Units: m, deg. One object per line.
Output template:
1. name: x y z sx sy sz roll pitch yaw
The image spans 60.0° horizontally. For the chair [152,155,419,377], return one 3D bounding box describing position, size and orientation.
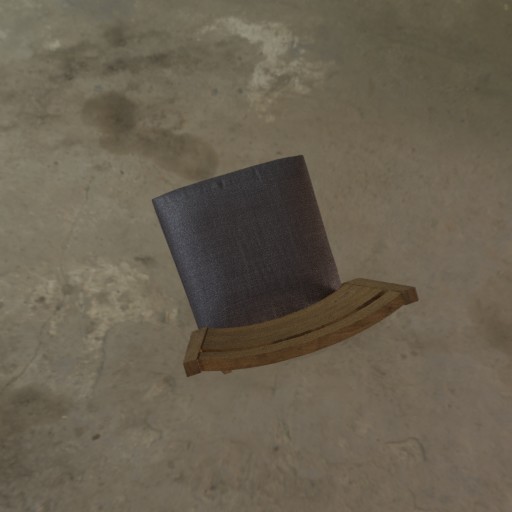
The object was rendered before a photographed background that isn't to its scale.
1. chair: 0.000 0.000 1.276 0.501 0.939 0.610 -17 76 -4
